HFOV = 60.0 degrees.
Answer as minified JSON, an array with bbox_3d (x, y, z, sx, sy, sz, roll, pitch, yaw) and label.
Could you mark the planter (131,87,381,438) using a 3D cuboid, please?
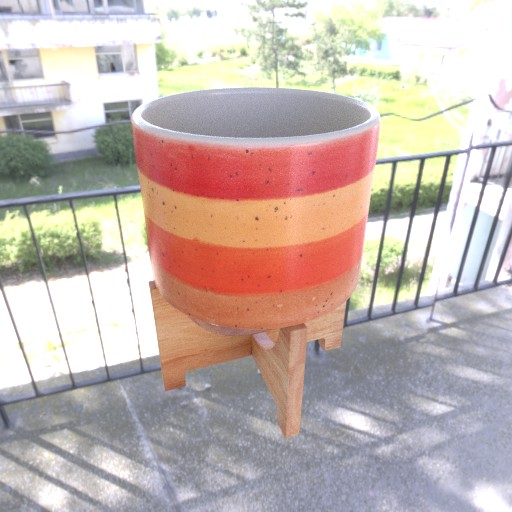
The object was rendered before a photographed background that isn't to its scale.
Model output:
[{"bbox_3d":[0.000,0.000,0.413,0.199,0.268,0.199,0,30,0],"label":"planter"}]
